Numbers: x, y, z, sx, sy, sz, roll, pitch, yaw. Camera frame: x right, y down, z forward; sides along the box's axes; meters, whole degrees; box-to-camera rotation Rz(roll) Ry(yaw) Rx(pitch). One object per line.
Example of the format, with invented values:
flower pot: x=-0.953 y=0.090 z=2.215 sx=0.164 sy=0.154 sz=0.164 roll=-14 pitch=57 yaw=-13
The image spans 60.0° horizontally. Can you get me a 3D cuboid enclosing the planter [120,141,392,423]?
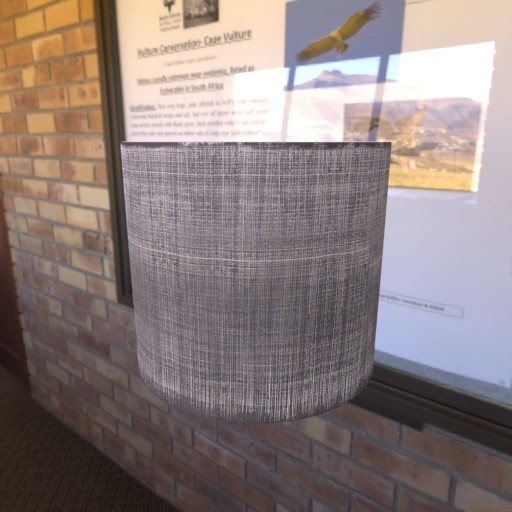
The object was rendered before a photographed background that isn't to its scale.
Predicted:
planter: x=0.000 y=0.000 z=0.402 sx=0.221 sy=0.201 sz=0.221 roll=0 pitch=15 yaw=0
